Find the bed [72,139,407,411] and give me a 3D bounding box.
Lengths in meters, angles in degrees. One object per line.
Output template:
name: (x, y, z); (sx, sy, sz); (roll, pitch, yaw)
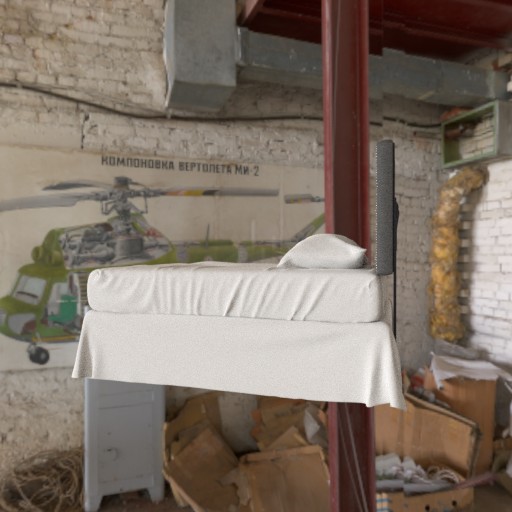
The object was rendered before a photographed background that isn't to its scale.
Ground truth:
bed: (0.000, 0.000, 3.493); (2.221, 1.645, 1.876); (0, 0, 17)
